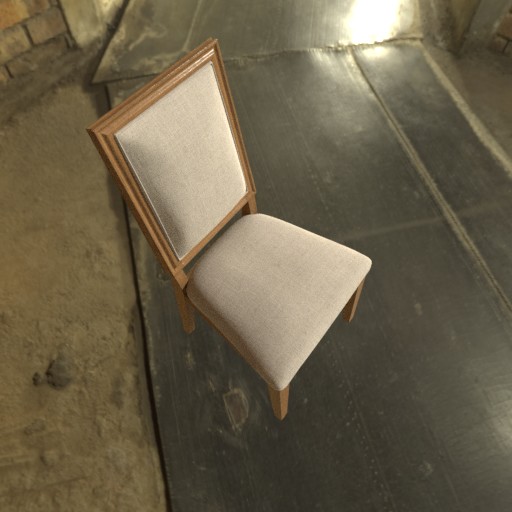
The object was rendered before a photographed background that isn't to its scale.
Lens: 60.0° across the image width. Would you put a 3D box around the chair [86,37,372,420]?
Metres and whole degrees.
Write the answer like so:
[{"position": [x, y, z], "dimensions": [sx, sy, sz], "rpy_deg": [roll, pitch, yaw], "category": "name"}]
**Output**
[{"position": [0.000, 0.000, 1.352], "dimensions": [0.601, 0.988, 0.536], "rpy_deg": [33, 64, 19], "category": "chair"}]
